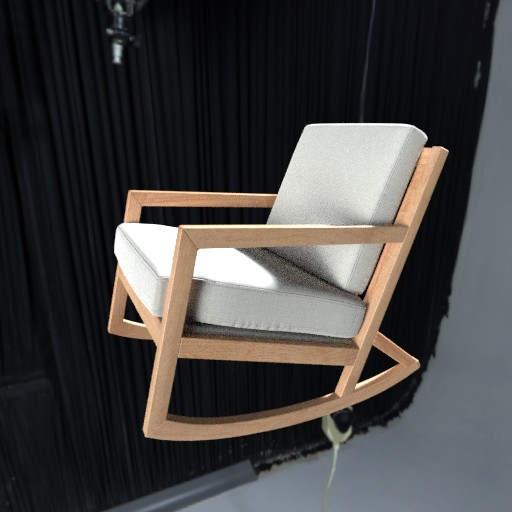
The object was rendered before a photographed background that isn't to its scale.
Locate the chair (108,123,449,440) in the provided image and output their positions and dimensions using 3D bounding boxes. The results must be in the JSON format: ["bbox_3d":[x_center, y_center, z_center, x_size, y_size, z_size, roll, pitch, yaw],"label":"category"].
[{"bbox_3d":[0.000,0.000,1.379,0.857,0.790,0.622,-8,18,-24],"label":"chair"}]
